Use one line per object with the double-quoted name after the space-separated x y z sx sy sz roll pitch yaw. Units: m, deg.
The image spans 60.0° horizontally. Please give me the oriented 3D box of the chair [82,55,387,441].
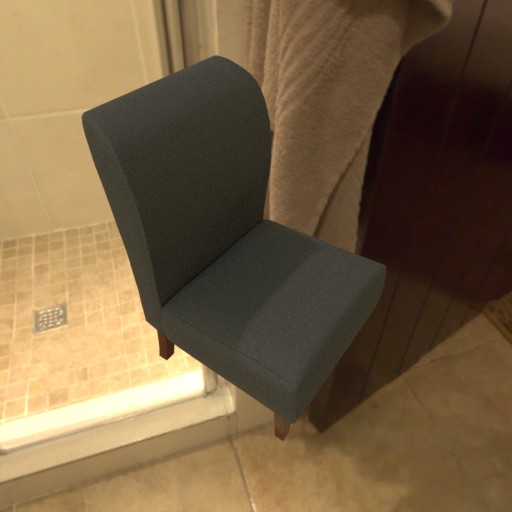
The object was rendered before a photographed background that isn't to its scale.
0.000 0.000 1.178 0.592 0.804 0.513 25 48 25 "chair"
